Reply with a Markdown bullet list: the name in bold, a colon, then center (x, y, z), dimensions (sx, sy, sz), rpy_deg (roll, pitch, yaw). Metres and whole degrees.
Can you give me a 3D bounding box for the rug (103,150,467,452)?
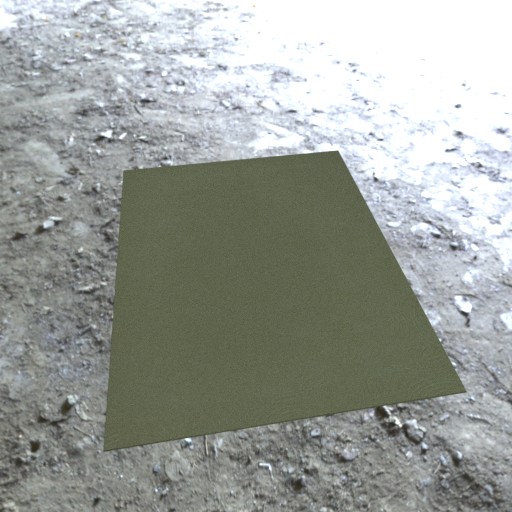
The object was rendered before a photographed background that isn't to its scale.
- **rug**: center (0.000, 0.000, 3.354), dimensions (2.073, 0.011, 2.584), rpy_deg (-7, 46, -7)
